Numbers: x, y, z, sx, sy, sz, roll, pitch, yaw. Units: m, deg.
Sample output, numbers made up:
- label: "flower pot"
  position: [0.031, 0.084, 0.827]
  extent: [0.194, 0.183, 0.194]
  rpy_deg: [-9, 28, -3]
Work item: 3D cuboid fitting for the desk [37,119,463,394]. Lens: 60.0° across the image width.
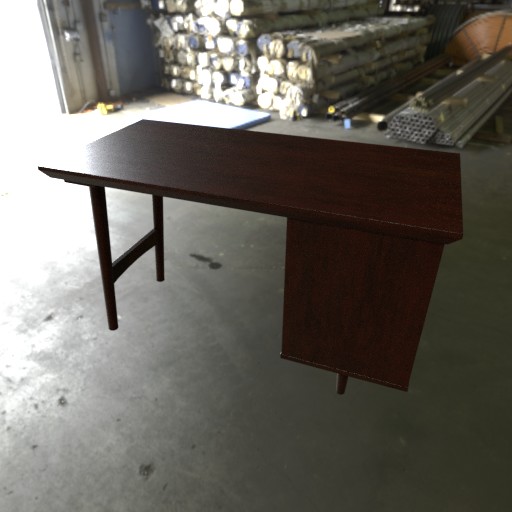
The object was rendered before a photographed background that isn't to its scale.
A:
- label: "desk"
  position: [0.000, 0.000, 1.678]
  extent: [1.277, 0.758, 0.612]
  rpy_deg: [11, 34, 17]
